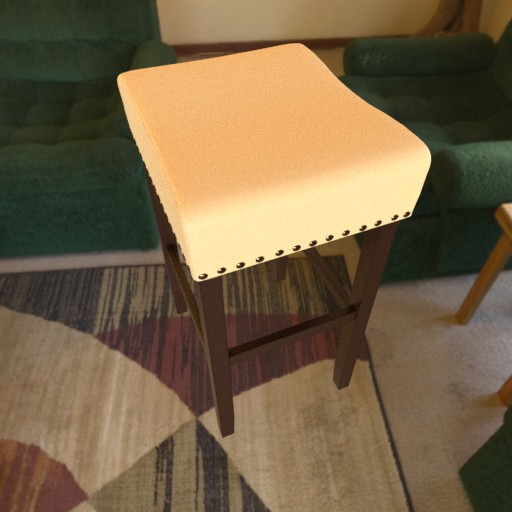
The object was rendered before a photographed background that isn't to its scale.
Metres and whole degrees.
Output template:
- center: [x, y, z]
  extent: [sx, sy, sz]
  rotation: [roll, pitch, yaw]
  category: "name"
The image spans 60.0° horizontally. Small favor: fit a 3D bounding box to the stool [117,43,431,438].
- center: [0.000, 0.000, 1.032]
  extent: [0.401, 0.762, 0.471]
  rotation: [-17, 49, -15]
  category: "stool"
